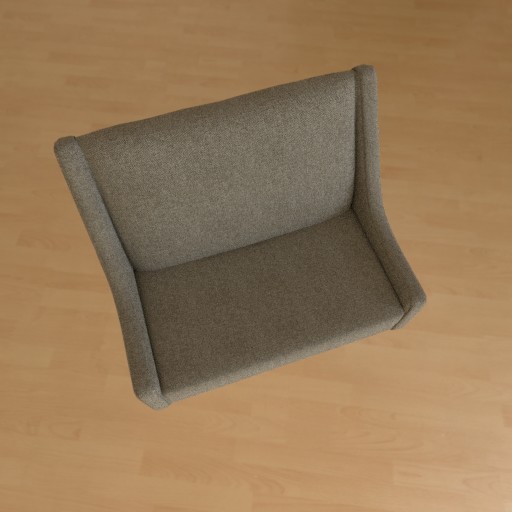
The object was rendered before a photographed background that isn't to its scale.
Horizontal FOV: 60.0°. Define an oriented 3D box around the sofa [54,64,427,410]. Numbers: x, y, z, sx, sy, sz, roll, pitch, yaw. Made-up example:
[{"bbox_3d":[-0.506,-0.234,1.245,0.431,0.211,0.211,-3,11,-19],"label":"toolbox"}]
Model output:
[{"bbox_3d":[0.000,0.000,1.889,1.242,1.021,0.870,-17,65,-8],"label":"sofa"}]
